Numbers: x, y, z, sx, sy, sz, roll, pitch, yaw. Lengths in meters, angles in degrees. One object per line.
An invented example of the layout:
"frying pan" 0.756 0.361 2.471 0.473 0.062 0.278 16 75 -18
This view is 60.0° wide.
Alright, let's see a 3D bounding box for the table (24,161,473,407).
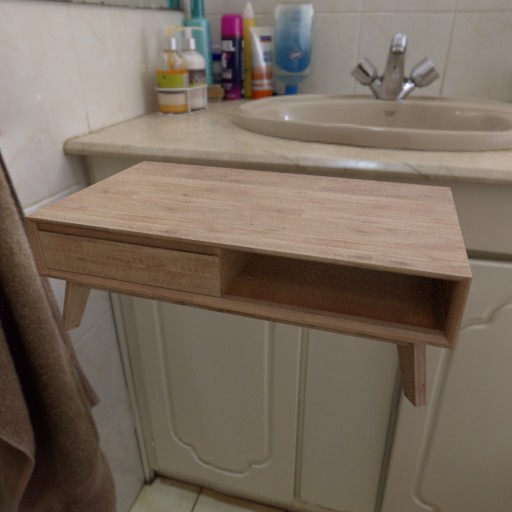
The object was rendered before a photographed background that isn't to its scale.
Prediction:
"table" 0.000 0.000 2.023 1.619 0.531 0.918 8 28 16
